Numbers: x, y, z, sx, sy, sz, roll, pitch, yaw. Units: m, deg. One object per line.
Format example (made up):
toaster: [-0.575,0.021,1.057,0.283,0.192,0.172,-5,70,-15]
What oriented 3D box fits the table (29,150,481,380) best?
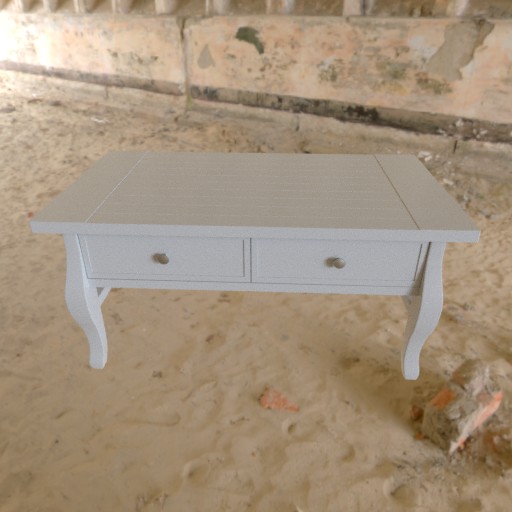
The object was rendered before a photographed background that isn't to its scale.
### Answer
table: [0.000,0.000,1.414,1.062,0.495,0.600,1,30,2]
